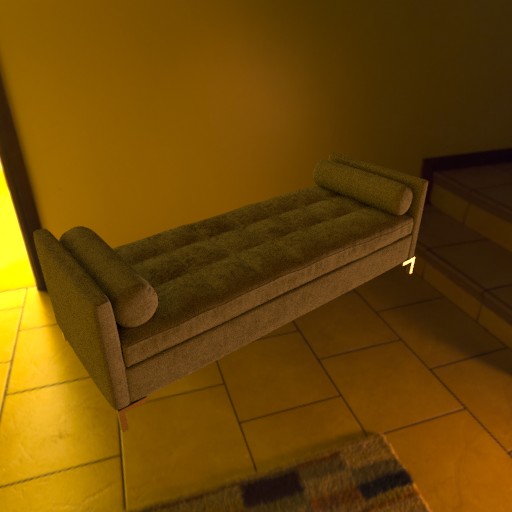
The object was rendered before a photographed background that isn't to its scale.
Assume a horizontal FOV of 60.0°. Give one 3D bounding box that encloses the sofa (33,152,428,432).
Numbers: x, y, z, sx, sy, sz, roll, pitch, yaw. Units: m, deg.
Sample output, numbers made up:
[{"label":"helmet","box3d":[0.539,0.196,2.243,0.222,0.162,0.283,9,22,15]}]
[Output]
[{"label":"sofa","box3d":[0.000,0.000,2.534,2.102,0.657,0.797,-21,36,-33]}]
